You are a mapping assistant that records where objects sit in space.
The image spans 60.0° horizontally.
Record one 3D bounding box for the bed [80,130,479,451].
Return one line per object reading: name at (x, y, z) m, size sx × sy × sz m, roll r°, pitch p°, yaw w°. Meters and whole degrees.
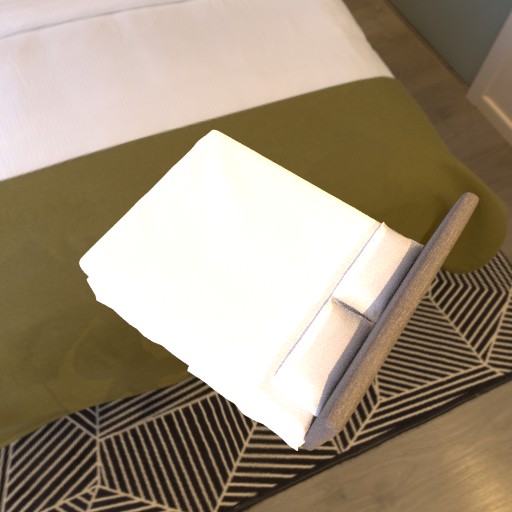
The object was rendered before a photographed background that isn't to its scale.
bed at (0.000, 0.000, 3.198) m, size 2.142 × 1.330 × 1.723 m, roll 33°, pitch 67°, yaw 16°
